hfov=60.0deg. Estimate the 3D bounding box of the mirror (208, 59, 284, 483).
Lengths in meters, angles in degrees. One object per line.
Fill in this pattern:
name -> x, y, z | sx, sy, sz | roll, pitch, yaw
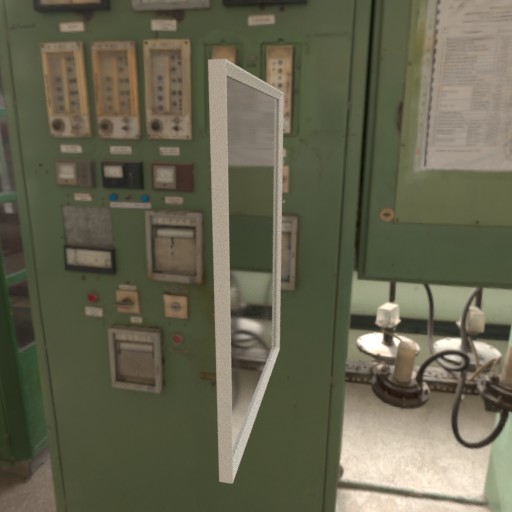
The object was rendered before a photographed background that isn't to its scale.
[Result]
mirror -> 0.000, 0.000, 1.375 | 0.041, 1.016, 0.762 | 3, 16, 12
